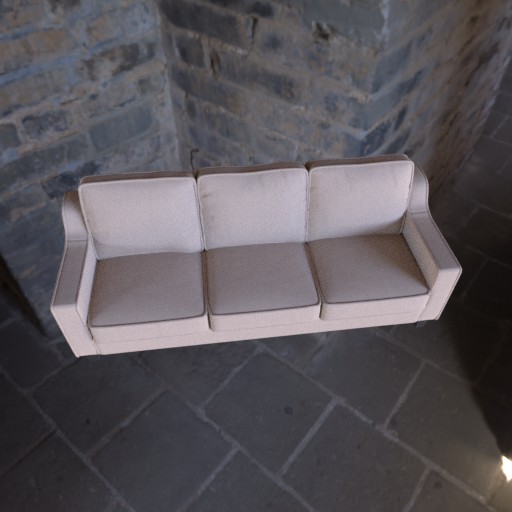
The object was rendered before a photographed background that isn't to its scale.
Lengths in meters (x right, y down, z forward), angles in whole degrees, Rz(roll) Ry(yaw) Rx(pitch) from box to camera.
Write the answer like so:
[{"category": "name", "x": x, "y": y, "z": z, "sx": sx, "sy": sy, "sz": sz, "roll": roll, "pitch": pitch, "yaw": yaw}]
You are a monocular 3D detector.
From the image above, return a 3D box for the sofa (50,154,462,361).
[{"category": "sofa", "x": 0.000, "y": 0.000, "z": 2.594, "sx": 2.131, "sy": 0.902, "sz": 0.791, "roll": -5, "pitch": 46, "yaw": -5}]
